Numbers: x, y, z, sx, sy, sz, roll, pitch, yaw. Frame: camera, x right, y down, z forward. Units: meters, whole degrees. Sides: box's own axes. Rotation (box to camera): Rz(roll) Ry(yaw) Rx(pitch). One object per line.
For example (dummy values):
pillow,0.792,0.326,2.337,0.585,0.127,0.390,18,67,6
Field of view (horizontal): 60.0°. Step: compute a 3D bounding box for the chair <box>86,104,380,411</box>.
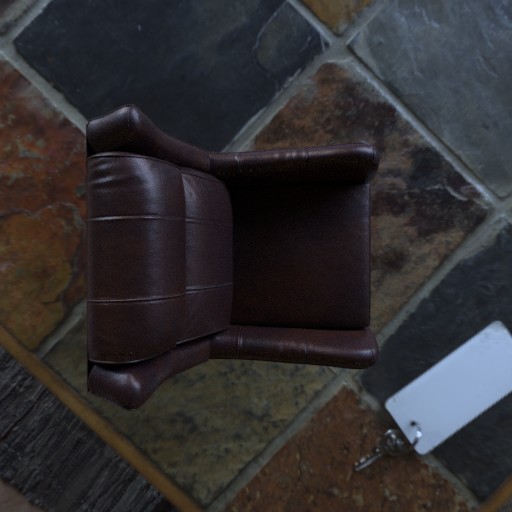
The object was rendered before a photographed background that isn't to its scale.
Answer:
chair,0.000,0.000,1.779,1.008,1.084,0.869,0,91,-1
